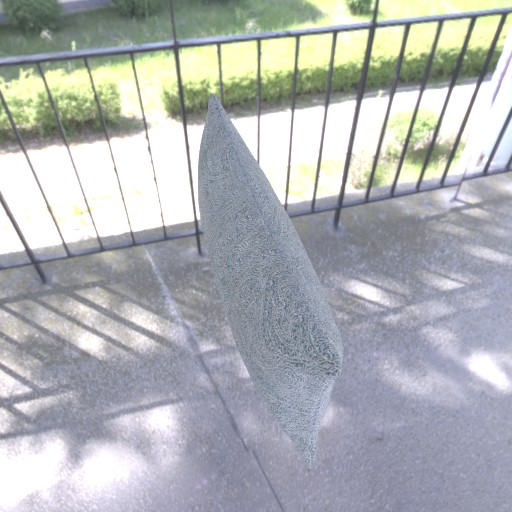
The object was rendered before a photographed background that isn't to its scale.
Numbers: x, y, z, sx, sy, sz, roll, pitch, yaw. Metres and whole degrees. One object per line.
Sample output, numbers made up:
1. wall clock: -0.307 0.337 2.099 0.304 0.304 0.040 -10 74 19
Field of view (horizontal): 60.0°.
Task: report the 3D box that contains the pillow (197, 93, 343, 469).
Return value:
1. pillow: 0.000 0.000 0.754 0.151 0.295 0.615 -12 47 -11
